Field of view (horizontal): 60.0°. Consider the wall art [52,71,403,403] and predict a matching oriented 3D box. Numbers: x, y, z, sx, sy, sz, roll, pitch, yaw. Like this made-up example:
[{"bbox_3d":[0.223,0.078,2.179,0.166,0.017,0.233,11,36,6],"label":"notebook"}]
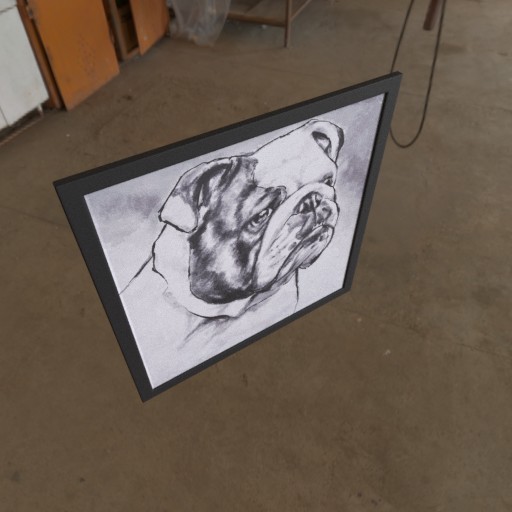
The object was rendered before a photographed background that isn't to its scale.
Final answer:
[{"bbox_3d":[0.000,0.000,0.824,0.562,0.558,0.012,-25,51,-22],"label":"wall art"}]
